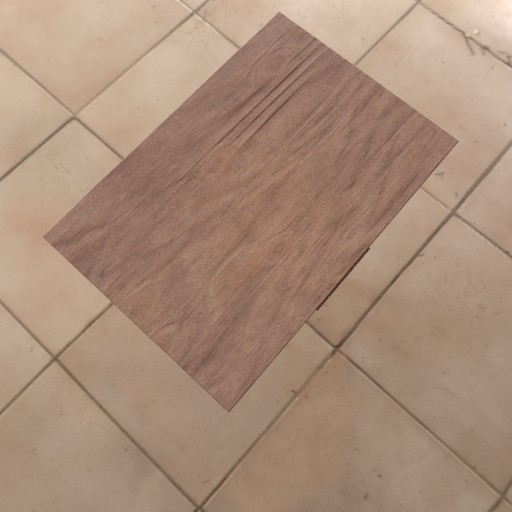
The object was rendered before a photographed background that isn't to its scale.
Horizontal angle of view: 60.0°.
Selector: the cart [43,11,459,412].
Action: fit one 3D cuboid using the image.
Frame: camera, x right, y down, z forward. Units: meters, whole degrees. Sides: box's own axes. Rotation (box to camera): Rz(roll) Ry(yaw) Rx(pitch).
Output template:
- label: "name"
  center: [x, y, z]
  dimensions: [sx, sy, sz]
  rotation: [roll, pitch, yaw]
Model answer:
- label: "cart"
  center: [0.000, 0.000, 1.125]
  dimensions: [0.403, 0.839, 0.584]
  rotation: [40, 79, 10]
